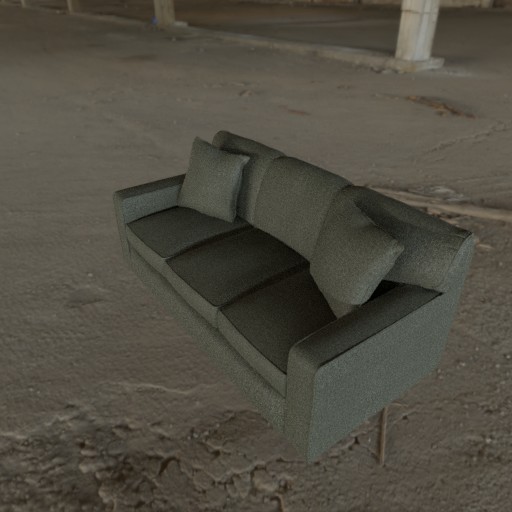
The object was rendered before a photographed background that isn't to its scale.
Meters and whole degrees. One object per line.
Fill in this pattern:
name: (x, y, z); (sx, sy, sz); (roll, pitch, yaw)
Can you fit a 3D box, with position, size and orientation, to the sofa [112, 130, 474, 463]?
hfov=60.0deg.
sofa: (0.000, 0.000, 2.605); (0.997, 0.958, 2.024); (-21, 38, -30)
